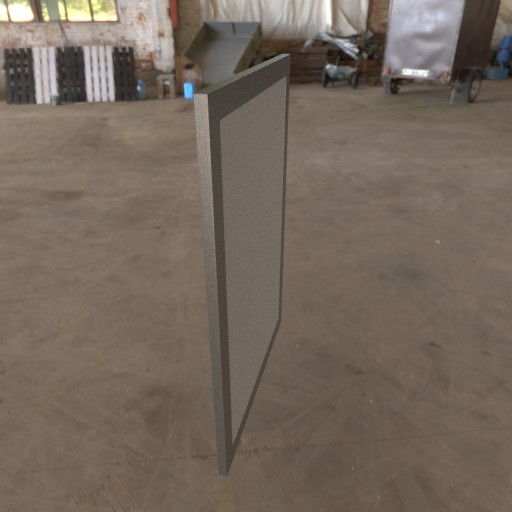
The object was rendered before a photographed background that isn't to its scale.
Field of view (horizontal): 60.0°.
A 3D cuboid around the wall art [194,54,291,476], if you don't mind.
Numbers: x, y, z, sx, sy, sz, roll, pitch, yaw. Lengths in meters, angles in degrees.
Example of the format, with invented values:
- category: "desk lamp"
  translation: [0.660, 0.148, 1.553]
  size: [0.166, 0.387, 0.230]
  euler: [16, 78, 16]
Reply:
- category: "wall art"
  translation: [0.000, 0.000, 0.672]
  size: [0.013, 0.529, 0.376]
  euler: [7, 30, 13]
